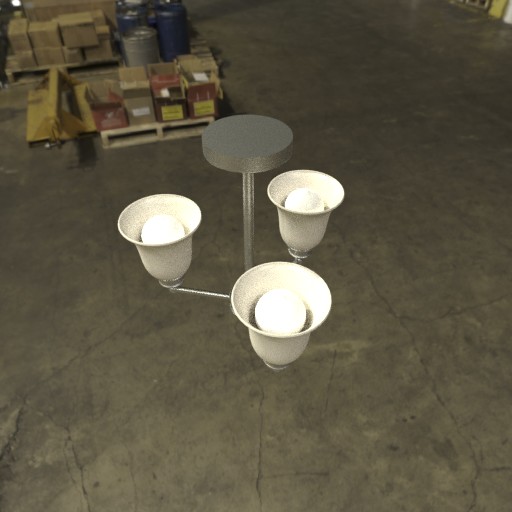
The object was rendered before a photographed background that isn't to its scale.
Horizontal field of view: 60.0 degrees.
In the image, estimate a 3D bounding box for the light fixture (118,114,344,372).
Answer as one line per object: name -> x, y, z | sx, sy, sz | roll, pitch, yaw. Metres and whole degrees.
light fixture -> 0.000, 0.000, 0.684 | 0.388, 0.370, 0.354 | -12, 44, -13
